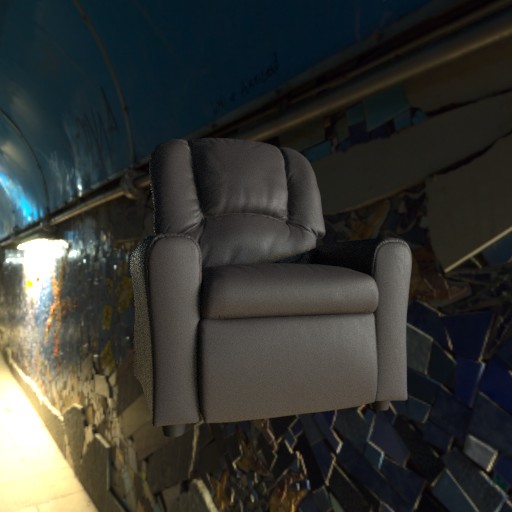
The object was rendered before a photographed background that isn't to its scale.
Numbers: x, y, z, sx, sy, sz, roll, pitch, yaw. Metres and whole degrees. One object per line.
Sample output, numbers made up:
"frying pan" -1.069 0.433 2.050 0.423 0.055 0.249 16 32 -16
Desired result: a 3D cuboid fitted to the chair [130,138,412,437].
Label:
"chair" 0.000 0.000 1.134 0.610 0.709 0.521 0 -1 -19
